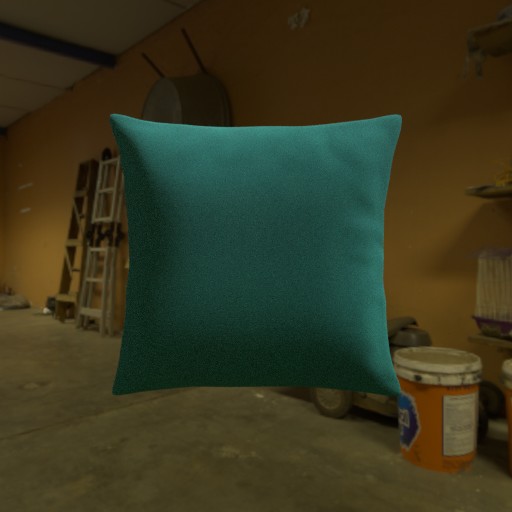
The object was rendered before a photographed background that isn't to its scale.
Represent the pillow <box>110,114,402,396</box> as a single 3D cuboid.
[{"bbox_3d":[0.000,0.000,0.800,0.525,0.508,0.166,0,0,0],"label":"pillow"}]
